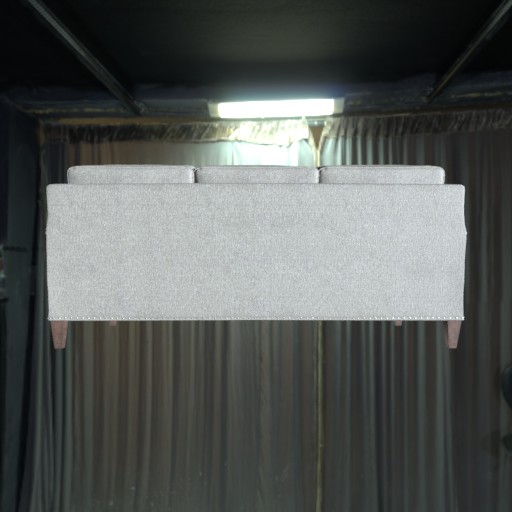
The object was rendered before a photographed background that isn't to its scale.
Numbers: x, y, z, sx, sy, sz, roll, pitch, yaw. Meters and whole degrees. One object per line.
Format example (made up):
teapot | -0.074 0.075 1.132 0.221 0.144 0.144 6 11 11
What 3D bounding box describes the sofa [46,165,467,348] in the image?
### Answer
sofa | 0.000 0.000 2.798 2.246 1.003 1.084 0 -1 0
